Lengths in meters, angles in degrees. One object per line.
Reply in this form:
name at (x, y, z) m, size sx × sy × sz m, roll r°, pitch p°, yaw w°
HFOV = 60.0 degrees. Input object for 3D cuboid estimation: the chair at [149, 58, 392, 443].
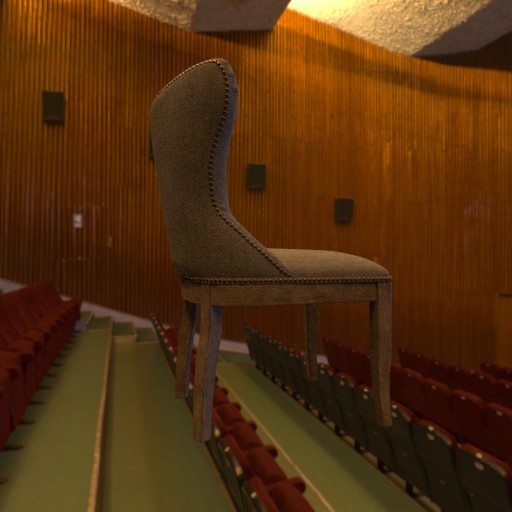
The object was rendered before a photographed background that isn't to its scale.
chair at (0.000, 0.000, 1.457) m, size 0.681 × 1.002 × 0.654 m, roll 0°, pitch 0°, yaw -18°
